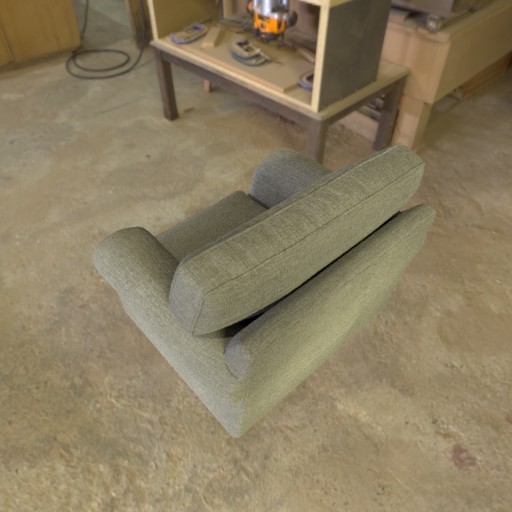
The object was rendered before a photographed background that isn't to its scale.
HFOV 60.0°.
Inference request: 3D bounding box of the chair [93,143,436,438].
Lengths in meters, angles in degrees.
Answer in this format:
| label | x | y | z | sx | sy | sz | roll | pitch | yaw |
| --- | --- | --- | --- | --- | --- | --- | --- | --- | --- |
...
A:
| label | x | y | z | sx | sy | sz | roll | pitch | yaw |
| --- | --- | --- | --- | --- | --- | --- | --- | --- | --- |
| chair | 0.000 | 0.000 | 1.851 | 1.092 | 0.961 | 0.965 | -33 | 55 | -27 |
